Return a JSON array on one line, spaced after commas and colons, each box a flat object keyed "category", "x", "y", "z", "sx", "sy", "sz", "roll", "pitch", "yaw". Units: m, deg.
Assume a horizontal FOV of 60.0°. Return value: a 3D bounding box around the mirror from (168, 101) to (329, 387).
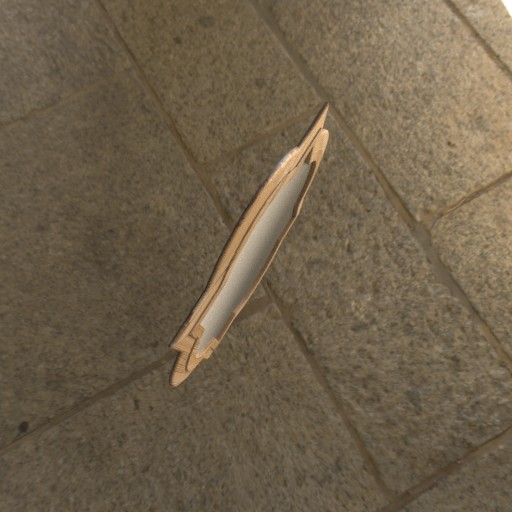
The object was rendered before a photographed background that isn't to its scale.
[{"category": "mirror", "x": 0.000, "y": 0.000, "z": 1.061, "sx": 0.019, "sy": 0.686, "sz": 0.686, "roll": 30, "pitch": 77, "yaw": 8}]
